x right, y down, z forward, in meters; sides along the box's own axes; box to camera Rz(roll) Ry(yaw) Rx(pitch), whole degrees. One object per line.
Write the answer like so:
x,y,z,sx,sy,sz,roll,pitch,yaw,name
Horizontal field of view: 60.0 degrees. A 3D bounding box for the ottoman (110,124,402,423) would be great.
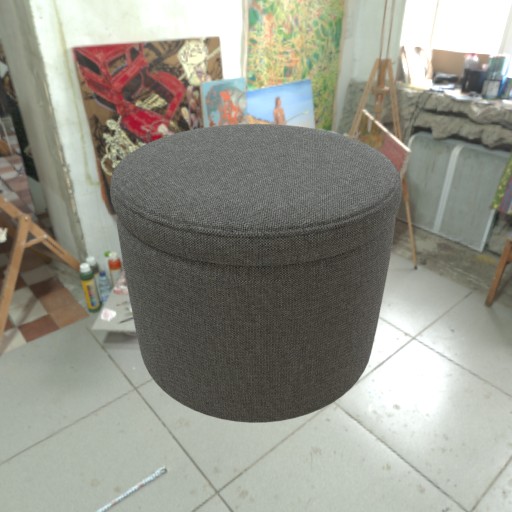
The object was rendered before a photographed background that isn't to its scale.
0.000,0.000,0.910,0.520,0.430,0.520,0,32,0,ottoman
